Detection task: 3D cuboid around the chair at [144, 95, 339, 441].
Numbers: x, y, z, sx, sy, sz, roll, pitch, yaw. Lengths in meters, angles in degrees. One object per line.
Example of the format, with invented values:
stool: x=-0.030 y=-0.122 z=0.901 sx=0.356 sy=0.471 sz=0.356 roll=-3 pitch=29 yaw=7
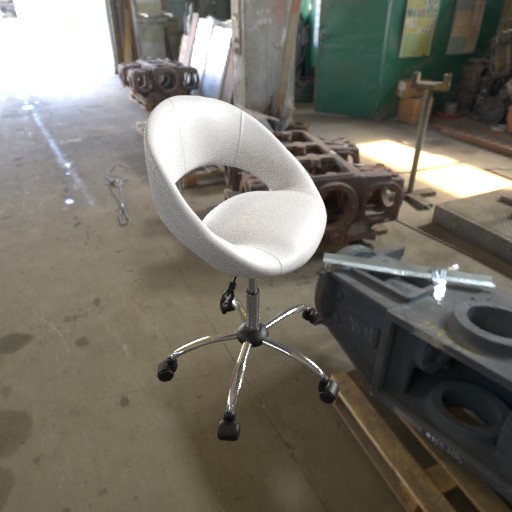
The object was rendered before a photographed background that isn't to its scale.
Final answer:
chair: x=0.000 y=0.000 z=1.199 sx=0.538 sy=0.791 sz=0.612 roll=10 pitch=32 yaw=17
